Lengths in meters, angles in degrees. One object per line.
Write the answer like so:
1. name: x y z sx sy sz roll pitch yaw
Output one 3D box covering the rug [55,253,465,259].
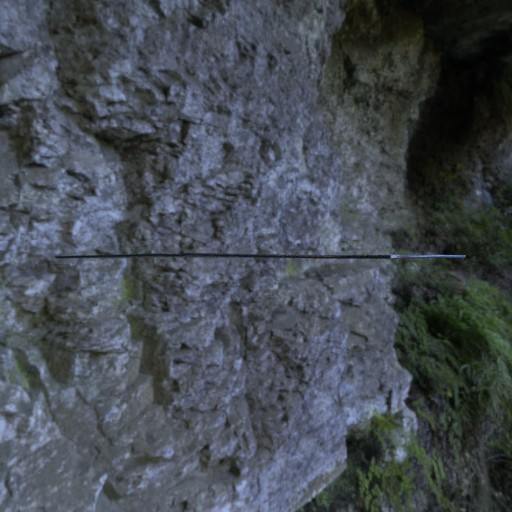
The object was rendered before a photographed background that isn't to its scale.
1. rug: 0.000 0.000 2.289 1.793 0.025 1.159 0 0 35
